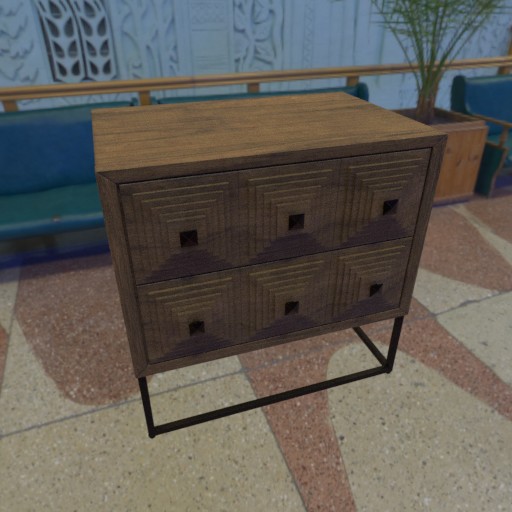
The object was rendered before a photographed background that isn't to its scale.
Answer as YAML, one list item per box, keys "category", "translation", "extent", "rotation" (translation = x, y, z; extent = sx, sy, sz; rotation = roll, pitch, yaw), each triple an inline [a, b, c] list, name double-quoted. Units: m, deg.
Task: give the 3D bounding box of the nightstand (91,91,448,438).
- category: "nightstand"
  translation: [0.000, 0.000, 1.024]
  extent: [0.610, 0.610, 0.437]
  rotation: [-10, 33, -16]
